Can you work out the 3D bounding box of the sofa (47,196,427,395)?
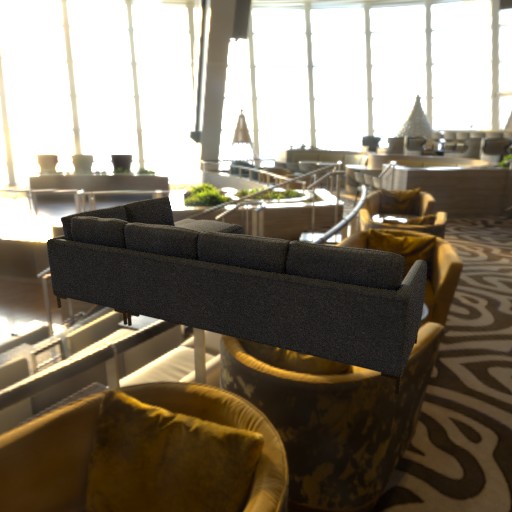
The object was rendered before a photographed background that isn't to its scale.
[{"bbox_3d":[0.000,0.000,3.934,2.949,0.815,2.007,8,18,26],"label":"sofa"}]
